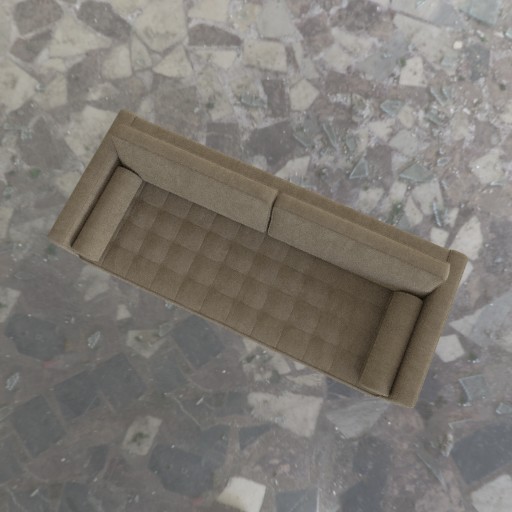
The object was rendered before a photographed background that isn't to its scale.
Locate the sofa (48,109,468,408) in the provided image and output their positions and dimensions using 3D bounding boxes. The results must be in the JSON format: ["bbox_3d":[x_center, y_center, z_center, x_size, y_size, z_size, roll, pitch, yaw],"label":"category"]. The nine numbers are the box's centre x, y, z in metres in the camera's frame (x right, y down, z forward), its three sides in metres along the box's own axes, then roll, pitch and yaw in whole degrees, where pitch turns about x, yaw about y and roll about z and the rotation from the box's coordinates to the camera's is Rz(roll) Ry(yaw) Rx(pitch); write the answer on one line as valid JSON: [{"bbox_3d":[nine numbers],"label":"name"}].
[{"bbox_3d":[0.000,0.000,2.638,2.200,0.770,0.919,24,78,5],"label":"sofa"}]
